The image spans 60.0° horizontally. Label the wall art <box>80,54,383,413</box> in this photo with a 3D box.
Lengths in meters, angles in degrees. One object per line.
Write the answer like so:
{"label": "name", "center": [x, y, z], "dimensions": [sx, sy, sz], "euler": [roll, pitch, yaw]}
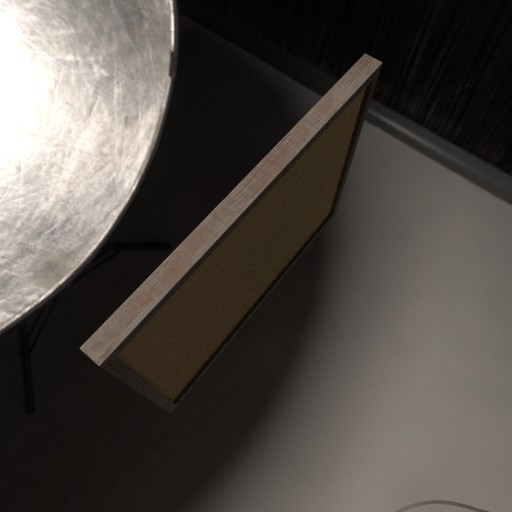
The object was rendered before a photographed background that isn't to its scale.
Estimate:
{"label": "wall art", "center": [0.000, 0.000, 1.765], "dimensions": [0.070, 1.009, 1.320], "euler": [35, 69, 16]}
